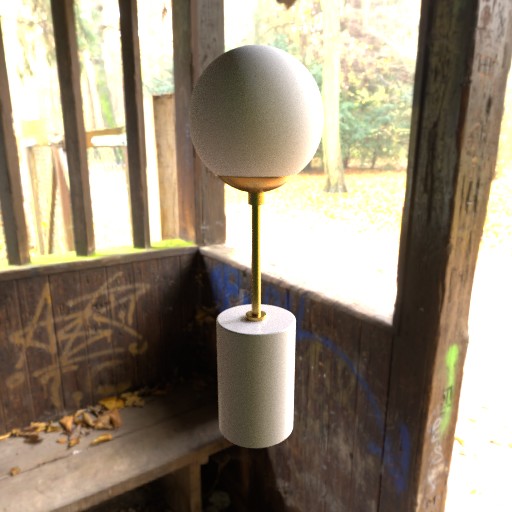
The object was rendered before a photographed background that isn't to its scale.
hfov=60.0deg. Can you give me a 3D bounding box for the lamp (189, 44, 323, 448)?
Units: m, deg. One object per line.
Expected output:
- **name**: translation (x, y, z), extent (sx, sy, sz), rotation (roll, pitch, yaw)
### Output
- **lamp**: translation (0.000, 0.000, 0.551), extent (0.153, 0.480, 0.153), rotation (0, 15, 0)
